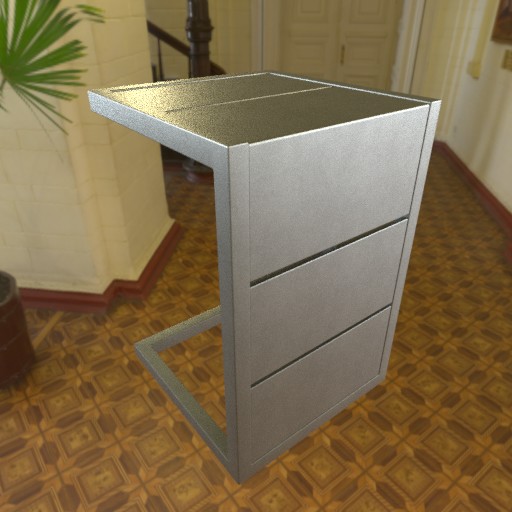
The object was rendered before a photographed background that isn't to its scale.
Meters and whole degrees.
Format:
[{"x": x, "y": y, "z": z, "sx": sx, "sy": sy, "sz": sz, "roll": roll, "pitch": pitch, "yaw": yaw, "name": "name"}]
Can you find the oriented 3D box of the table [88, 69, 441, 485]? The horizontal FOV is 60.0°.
[{"x": 0.000, "y": 0.000, "z": 0.876, "sx": 0.405, "sy": 0.609, "sz": 0.420, "roll": -22, "pitch": 37, "yaw": -32, "name": "table"}]
